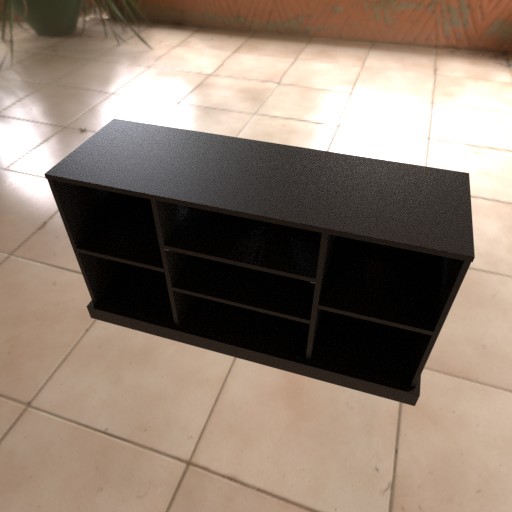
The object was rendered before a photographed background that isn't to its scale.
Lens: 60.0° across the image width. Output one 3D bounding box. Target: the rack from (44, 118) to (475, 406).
[{"bbox_3d":[0.000,0.000,1.496,1.206,0.635,0.399,12,44,13],"label":"rack"}]
